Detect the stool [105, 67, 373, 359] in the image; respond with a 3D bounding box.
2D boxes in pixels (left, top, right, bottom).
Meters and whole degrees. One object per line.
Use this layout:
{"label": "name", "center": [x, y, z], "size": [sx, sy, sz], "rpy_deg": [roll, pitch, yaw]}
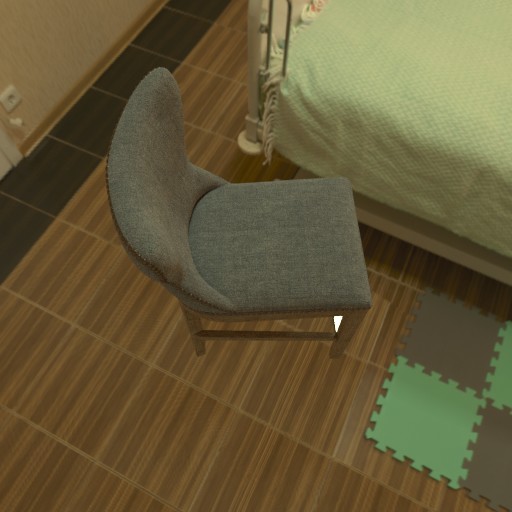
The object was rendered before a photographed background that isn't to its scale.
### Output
{"label": "stool", "center": [0.000, 0.000, 1.311], "size": [0.608, 0.981, 0.498], "rpy_deg": [-3, 63, -1]}
